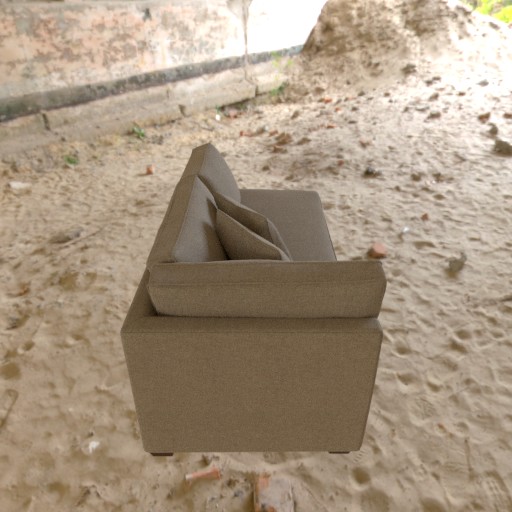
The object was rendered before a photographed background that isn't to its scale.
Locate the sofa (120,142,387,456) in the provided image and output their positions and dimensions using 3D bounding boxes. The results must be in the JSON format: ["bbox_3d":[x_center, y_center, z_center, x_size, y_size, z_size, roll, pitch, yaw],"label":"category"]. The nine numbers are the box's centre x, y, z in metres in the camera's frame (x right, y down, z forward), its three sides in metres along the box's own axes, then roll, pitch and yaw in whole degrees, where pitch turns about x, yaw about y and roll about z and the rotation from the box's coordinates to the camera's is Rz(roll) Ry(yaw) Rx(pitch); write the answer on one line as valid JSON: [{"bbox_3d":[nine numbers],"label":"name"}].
[{"bbox_3d":[0.000,0.000,2.863,1.110,1.019,2.238,0,31,0],"label":"sofa"}]
